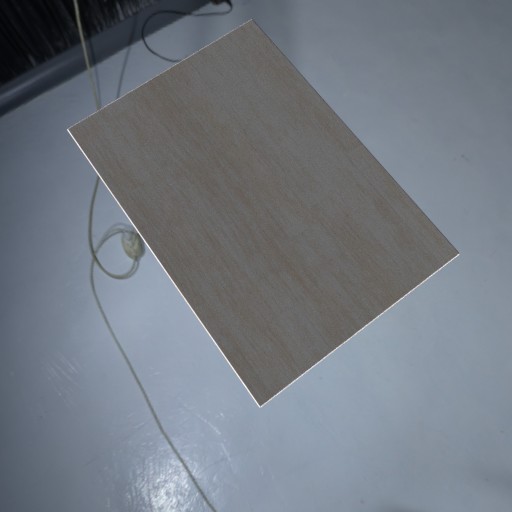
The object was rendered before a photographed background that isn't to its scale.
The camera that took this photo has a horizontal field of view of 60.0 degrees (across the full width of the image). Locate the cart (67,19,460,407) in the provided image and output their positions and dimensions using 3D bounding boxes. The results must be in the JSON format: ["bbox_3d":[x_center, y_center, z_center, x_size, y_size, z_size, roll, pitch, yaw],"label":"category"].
[{"bbox_3d":[0.000,0.000,1.166,0.406,0.857,0.578,-35,77,-9],"label":"cart"}]
